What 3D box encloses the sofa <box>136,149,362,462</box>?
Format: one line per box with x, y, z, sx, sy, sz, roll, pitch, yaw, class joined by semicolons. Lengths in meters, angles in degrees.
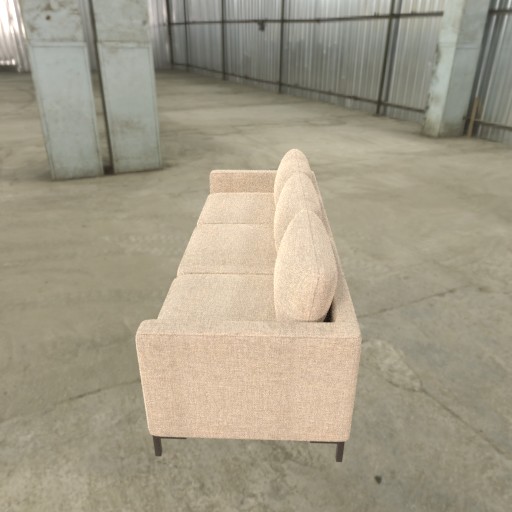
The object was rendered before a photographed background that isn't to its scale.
0.000;0.000;2.691;0.859;0.874;2.218;1;26;2;sofa
